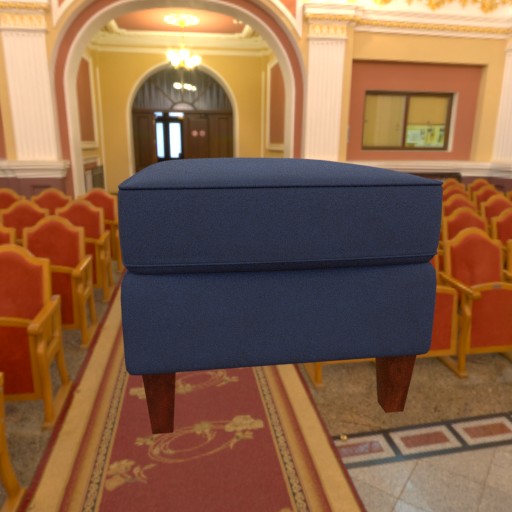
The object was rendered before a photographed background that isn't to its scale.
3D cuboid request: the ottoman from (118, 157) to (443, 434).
[{"bbox_3d":[0.000,0.000,1.372,0.686,0.584,0.965,-2,14,-8],"label":"ottoman"}]
